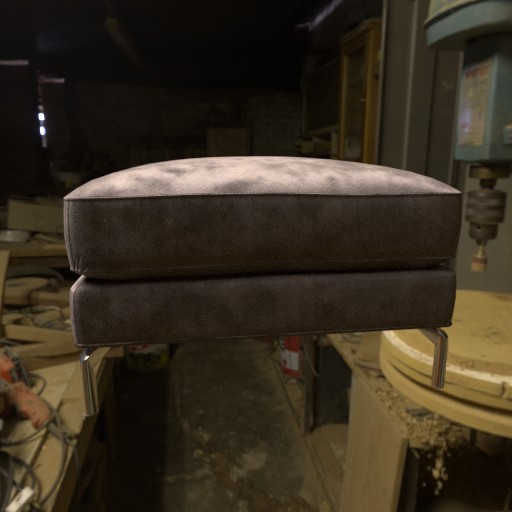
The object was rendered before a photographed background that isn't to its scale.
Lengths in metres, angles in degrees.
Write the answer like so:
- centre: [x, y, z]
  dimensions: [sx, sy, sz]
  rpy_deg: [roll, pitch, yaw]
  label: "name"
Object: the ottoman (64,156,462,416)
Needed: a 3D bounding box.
- centre: [0.000, 0.000, 1.041]
  dimensions: [0.719, 0.456, 0.520]
  rpy_deg: [-2, 13, -8]
  label: "ottoman"
